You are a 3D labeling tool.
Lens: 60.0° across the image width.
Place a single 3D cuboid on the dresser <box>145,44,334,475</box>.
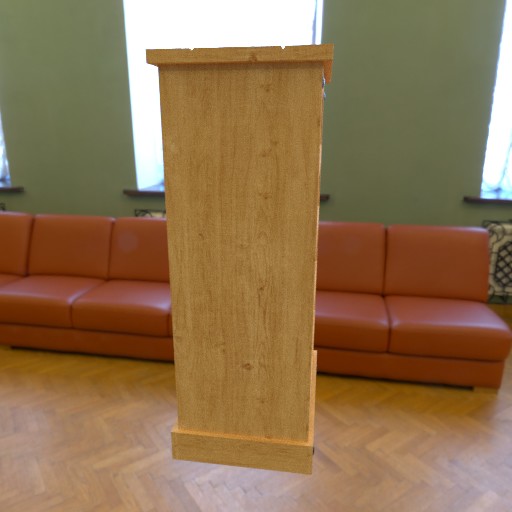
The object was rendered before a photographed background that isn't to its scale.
[{"bbox_3d":[0.000,0.000,1.299,0.390,1.041,0.531,2,17,8],"label":"dresser"}]
